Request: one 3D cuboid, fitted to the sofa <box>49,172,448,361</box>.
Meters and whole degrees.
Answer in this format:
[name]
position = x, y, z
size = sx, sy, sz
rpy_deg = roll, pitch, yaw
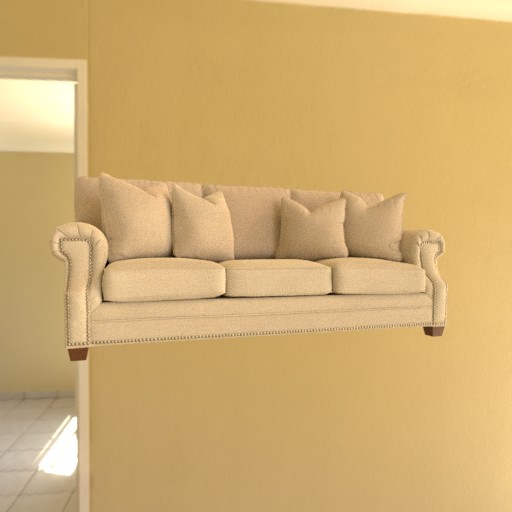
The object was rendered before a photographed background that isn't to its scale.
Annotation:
[sofa]
position = 0.000, 0.000, 2.803
size = 2.312, 0.975, 0.965
rpy_deg = 0, 0, -18
